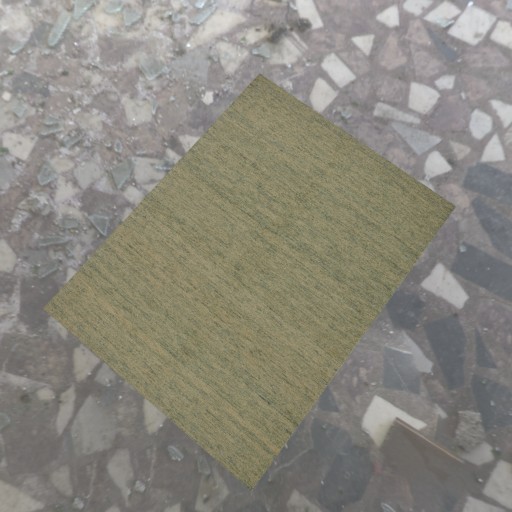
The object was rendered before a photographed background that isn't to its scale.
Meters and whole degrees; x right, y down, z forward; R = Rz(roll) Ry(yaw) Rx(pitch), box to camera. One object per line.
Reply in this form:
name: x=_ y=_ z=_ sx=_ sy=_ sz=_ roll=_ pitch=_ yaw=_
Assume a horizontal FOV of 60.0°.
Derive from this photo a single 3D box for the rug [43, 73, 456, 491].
rug: x=0.000 y=0.000 z=4.184 sx=2.437 sy=0.014 sz=3.201 roll=37 pitch=78 yaw=9
